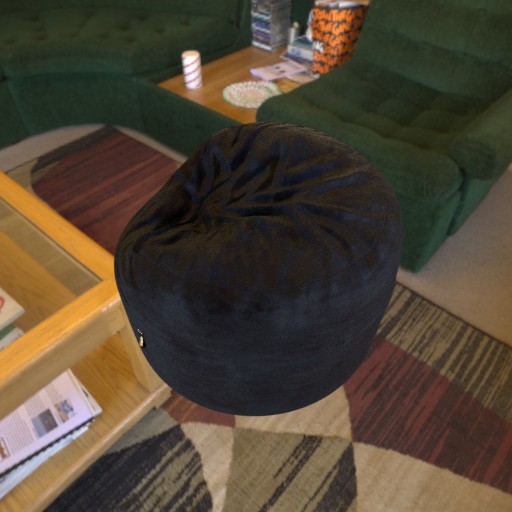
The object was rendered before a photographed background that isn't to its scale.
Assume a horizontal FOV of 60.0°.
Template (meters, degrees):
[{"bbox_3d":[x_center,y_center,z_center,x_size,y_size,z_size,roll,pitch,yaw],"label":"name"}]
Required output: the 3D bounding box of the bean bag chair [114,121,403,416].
[{"bbox_3d":[0.000,0.000,1.501,0.918,0.616,0.918,0,46,0],"label":"bean bag chair"}]
